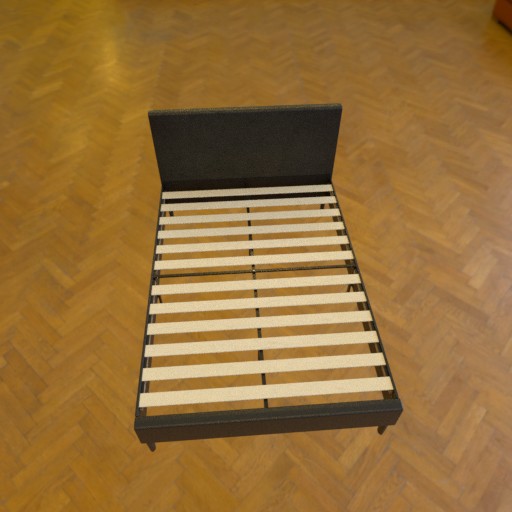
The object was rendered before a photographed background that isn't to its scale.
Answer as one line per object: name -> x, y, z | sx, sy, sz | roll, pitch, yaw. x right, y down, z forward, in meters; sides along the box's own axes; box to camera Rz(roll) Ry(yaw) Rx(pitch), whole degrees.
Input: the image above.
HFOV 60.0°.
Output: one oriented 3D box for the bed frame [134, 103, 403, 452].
bed frame -> 0.000, 0.000, 3.016 | 1.469, 1.046, 2.152 | -3, 47, -3
